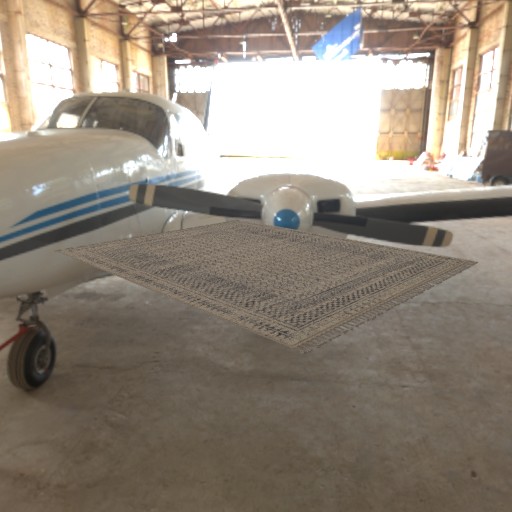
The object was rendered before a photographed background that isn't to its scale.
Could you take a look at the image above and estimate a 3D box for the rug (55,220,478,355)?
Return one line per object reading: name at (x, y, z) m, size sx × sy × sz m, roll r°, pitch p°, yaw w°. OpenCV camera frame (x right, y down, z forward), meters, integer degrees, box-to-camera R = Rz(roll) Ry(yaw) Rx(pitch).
rug at (0.000, 0.000, 3.863) m, size 2.940 × 0.013 × 2.312 m, roll 14°, pitch 20°, yaw 43°
